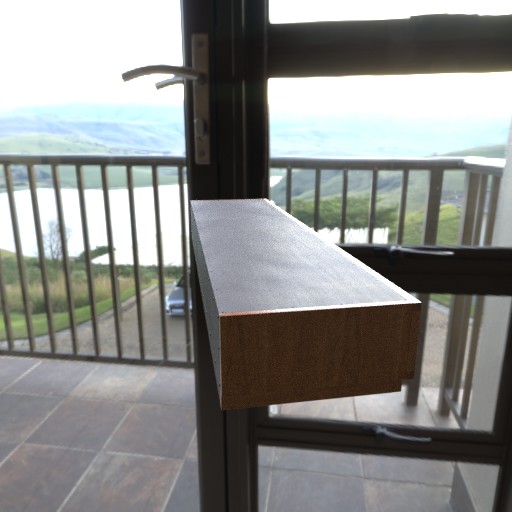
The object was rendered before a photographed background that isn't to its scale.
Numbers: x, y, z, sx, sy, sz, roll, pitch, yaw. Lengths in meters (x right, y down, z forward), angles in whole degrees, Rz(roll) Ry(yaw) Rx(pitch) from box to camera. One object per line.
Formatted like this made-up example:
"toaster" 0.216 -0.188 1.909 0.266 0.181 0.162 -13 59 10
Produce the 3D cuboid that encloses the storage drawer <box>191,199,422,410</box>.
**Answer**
"storage drawer" 0.000 0.000 2.091 0.538 0.264 2.032 -3 15 -10
